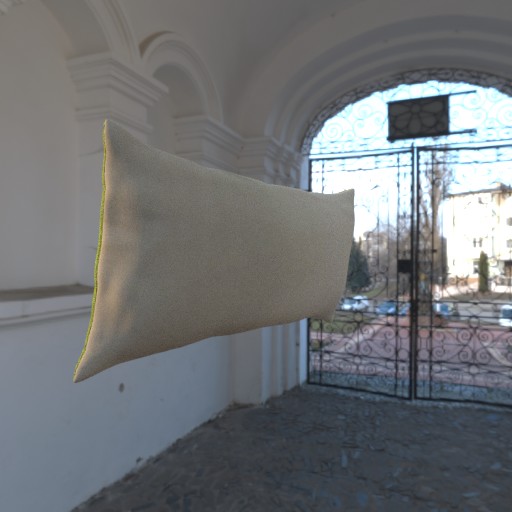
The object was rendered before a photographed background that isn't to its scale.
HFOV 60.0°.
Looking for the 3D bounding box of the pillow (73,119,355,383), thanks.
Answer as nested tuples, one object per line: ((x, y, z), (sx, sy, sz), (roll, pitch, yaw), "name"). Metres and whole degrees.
((0.000, 0.000, 0.722), (0.156, 0.292, 0.608), (0, -1, 37), "pillow")
